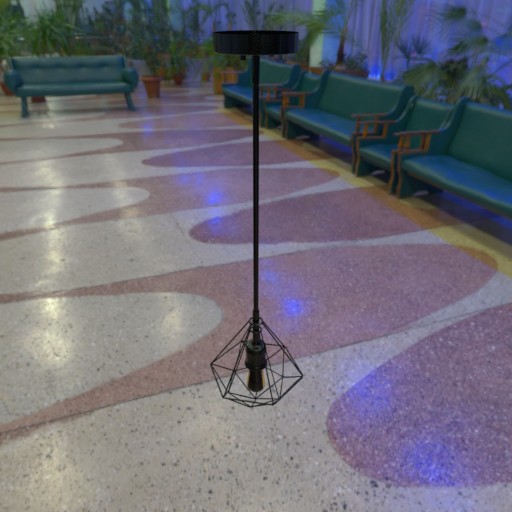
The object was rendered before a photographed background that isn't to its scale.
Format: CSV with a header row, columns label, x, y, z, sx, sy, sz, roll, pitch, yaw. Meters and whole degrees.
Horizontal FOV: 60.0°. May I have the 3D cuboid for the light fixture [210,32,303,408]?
label,x,y,z,sx,sy,sz,roll,pitch,yaw
light fixture,0.000,0.000,1.956,0.431,1.764,0.487,-10,31,-17
